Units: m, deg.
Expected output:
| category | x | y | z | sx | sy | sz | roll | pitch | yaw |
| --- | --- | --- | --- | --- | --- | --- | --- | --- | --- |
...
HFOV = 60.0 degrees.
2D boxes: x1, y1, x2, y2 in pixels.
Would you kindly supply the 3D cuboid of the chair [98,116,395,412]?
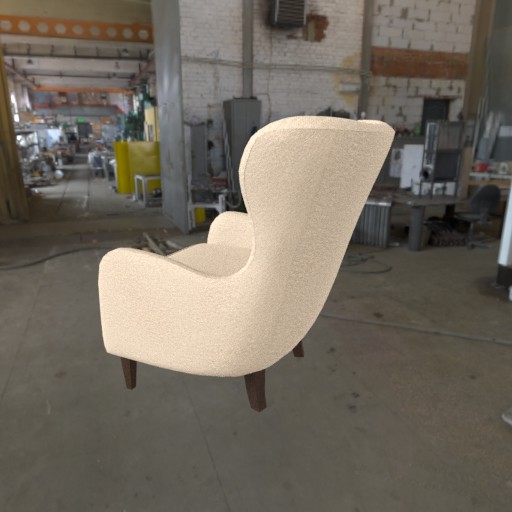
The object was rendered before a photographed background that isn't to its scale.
| category | x | y | z | sx | sy | sz | roll | pitch | yaw |
| --- | --- | --- | --- | --- | --- | --- | --- | --- | --- |
| chair | 0.000 | 0.000 | 1.802 | 0.984 | 1.064 | 0.861 | 7 | 18 | 24 |
